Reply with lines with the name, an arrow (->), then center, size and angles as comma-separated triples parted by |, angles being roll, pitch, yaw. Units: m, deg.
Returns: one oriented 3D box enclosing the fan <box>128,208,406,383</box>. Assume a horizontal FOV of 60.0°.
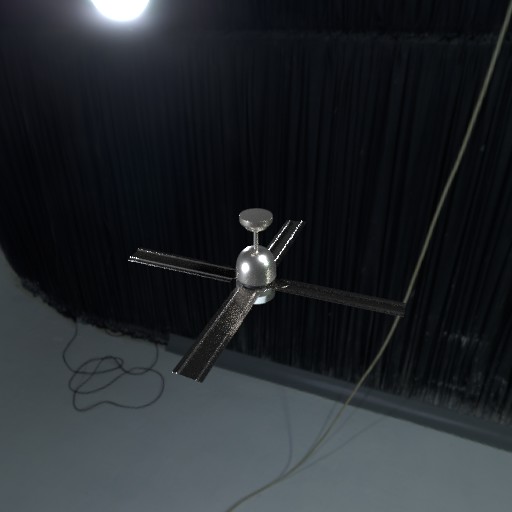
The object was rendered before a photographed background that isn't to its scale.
fan -> 0.000, 0.000, 2.016 | 1.346, 0.406, 1.346 | 10, 31, 17
